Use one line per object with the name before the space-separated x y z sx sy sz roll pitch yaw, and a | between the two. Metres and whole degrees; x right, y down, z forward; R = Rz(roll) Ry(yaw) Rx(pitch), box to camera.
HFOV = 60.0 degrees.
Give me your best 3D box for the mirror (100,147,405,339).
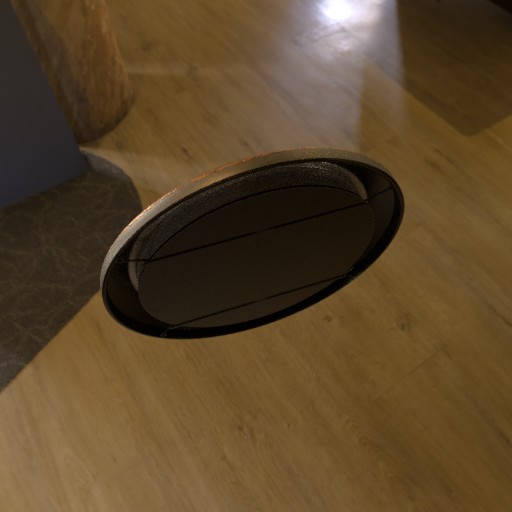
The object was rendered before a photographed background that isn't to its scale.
mirror | 0.000 0.000 1.347 0.907 0.907 0.111 -16 61 -9
